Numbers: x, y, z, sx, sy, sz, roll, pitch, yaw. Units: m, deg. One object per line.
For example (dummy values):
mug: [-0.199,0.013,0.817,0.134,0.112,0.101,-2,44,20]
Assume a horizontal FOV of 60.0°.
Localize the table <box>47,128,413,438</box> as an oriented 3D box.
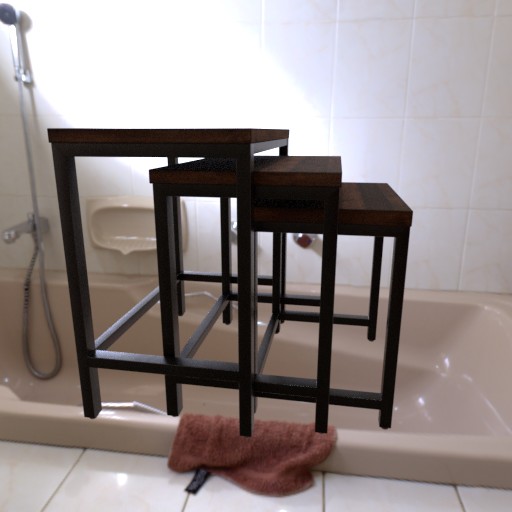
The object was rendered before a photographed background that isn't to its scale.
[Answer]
table: [0.000,0.000,1.117,0.660,0.616,0.608,3,16,10]
